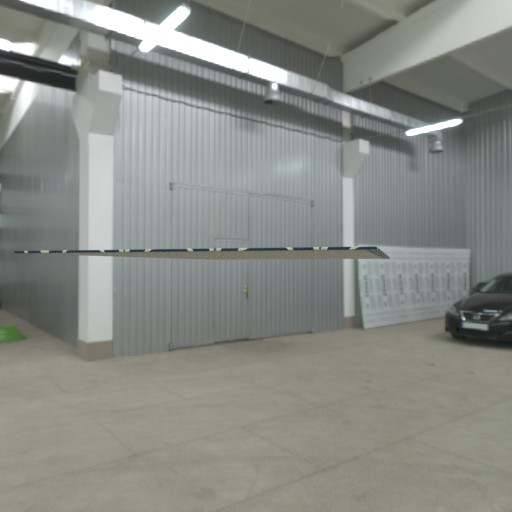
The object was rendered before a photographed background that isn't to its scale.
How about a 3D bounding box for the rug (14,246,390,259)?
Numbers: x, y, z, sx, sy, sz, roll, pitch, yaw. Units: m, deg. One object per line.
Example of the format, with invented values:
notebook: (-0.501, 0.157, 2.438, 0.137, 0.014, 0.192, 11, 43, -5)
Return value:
rug: (0.000, 0.000, 2.699, 1.524, 0.010, 2.134, 0, -1, 18)
